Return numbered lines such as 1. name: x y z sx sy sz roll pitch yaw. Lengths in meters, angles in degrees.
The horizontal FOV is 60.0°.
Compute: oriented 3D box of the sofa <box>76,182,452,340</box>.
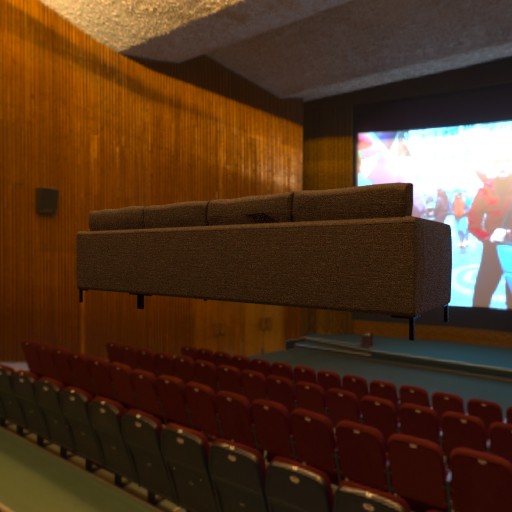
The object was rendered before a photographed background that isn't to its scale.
1. sofa: 0.000 0.000 3.882 3.221 0.892 1.483 0 1 36
